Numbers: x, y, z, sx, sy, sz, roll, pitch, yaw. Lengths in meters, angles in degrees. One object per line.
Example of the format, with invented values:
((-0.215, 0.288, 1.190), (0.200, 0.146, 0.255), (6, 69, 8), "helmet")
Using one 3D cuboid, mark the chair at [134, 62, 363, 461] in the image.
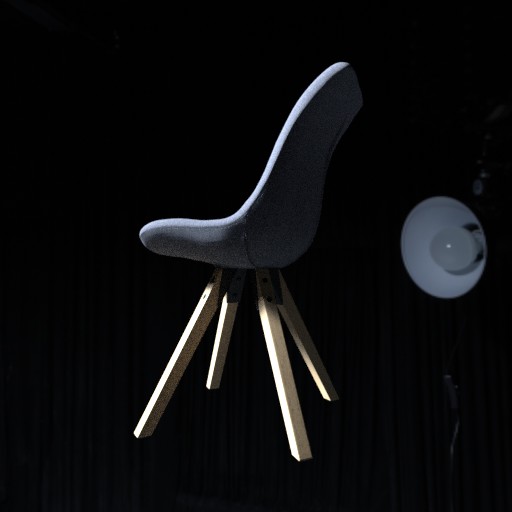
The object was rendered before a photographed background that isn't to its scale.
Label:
((0.000, 0.000, 1.175), (0.550, 0.850, 0.485), (0, -1, 18), "chair")
